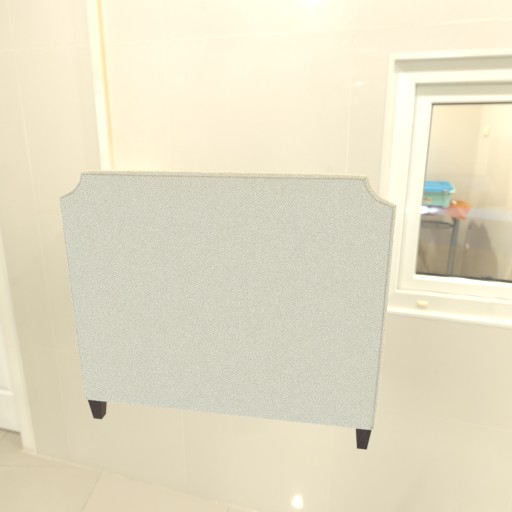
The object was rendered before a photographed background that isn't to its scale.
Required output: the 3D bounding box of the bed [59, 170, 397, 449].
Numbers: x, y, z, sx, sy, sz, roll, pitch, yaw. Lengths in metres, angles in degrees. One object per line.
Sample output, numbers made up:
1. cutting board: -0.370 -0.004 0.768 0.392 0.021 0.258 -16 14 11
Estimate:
1. bed: 0.000 0.000 3.434 1.712 1.497 2.372 3 16 9
